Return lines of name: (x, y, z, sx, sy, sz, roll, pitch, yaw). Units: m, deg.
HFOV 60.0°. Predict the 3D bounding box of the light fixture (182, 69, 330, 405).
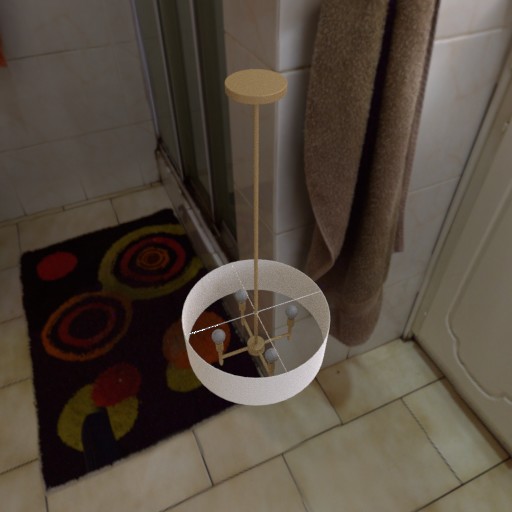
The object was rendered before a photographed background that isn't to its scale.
light fixture: (0.000, 0.000, 1.335, 0.508, 1.067, 0.508, 0, 45, 0)
